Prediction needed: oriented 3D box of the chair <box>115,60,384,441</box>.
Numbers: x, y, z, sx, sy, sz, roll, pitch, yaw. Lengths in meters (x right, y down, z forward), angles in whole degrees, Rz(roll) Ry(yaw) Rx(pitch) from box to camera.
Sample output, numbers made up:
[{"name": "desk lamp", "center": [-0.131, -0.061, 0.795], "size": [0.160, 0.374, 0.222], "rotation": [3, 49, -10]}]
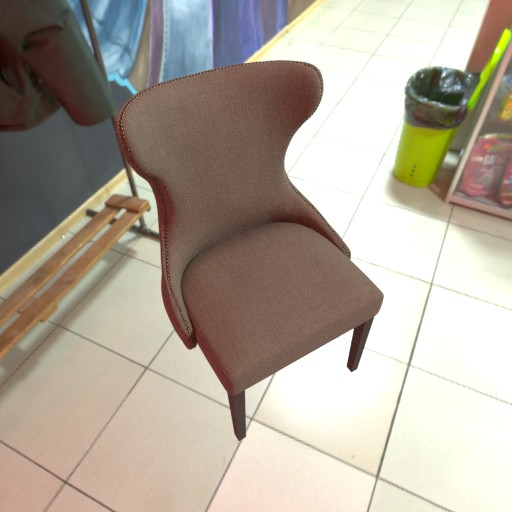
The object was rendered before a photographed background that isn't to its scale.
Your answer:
[{"name": "chair", "center": [0.000, 0.000, 1.391], "size": [0.628, 0.967, 0.635], "rotation": [-24, 51, -21]}]
